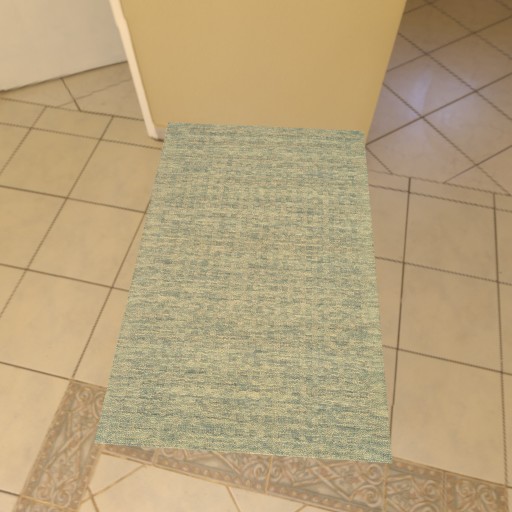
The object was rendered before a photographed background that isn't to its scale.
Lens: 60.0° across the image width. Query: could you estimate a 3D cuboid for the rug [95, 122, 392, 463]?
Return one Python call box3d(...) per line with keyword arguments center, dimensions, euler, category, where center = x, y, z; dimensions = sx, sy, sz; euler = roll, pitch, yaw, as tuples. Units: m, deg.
box3d(center=(0.000, 0.000, 2.141), dimensions=(1.142, 0.006, 1.752), euler=(3, 59, 2), category="rug")
